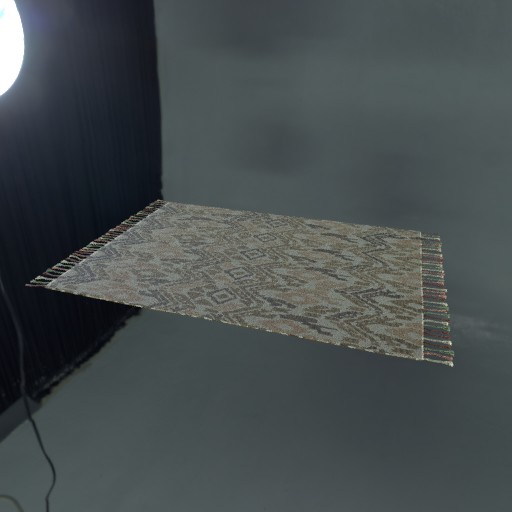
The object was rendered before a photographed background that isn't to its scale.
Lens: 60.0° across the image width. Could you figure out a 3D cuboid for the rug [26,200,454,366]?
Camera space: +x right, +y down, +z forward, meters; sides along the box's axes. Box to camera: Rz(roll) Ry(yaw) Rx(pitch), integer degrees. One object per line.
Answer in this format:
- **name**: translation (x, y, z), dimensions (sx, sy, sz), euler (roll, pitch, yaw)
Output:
- **rug**: translation (0.000, 0.000, 2.278), dimensions (1.829, 0.008, 1.219), euler (8, 28, 16)
